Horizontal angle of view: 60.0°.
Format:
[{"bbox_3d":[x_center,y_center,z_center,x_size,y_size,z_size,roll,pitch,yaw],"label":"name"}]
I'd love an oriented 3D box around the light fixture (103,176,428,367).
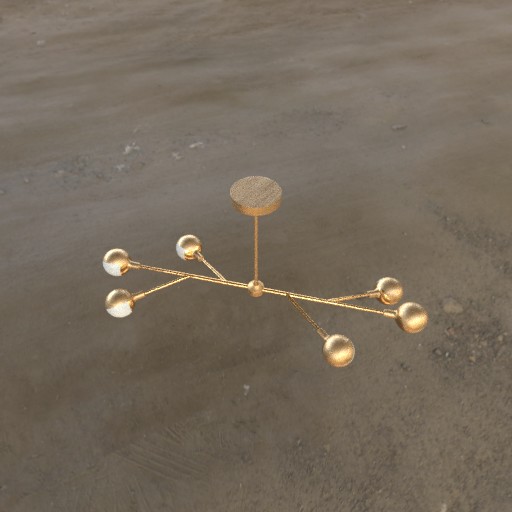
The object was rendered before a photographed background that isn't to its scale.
[{"bbox_3d":[0.000,0.000,1.000,0.778,0.362,0.434,22,50,20],"label":"light fixture"}]
